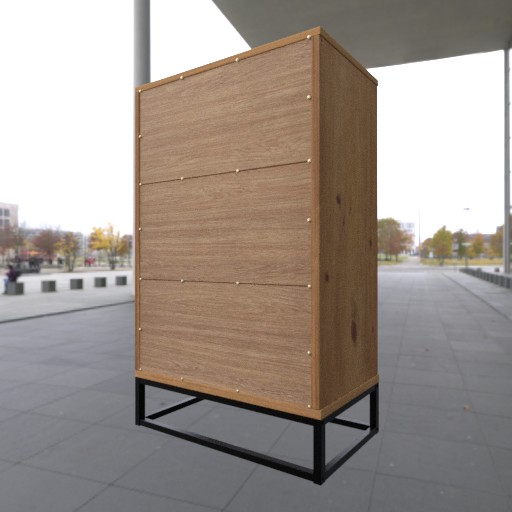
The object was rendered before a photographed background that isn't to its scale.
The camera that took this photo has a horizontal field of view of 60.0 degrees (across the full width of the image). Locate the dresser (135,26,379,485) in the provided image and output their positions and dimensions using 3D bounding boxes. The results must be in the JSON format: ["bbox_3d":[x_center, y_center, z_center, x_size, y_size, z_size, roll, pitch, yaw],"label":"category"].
[{"bbox_3d":[0.000,0.000,1.604,0.761,1.240,0.479,0,0,35],"label":"dresser"}]
